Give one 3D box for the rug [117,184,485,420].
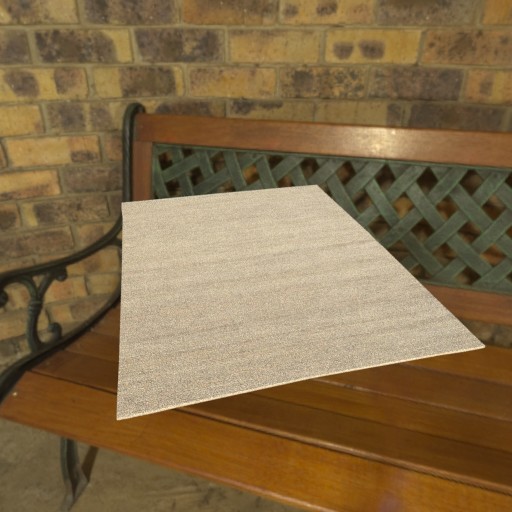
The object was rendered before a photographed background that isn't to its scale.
[{"bbox_3d":[0.000,0.000,4.639,2.757,0.051,3.626,-7,31,-12],"label":"rug"}]
